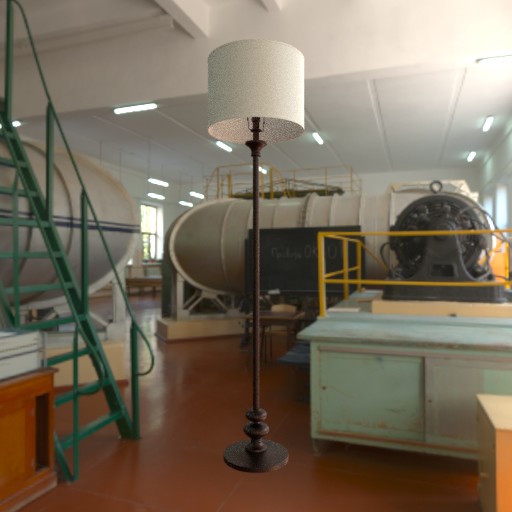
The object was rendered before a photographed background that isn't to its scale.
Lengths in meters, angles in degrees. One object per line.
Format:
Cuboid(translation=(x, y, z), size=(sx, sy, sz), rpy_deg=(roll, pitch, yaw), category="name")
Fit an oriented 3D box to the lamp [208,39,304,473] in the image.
Cuboid(translation=(0.000, 0.000, 1.641), size=(0.356, 1.487, 0.356), rpy_deg=(0, 0, -36), category="lamp")
